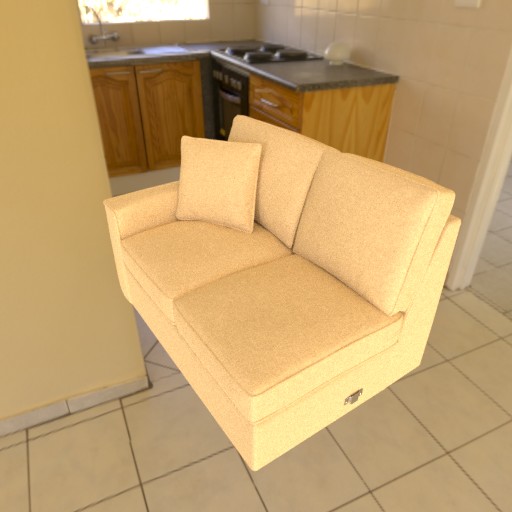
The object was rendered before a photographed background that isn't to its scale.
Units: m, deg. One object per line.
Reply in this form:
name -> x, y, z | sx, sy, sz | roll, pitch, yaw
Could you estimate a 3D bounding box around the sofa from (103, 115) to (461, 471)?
sofa -> 0.000, 0.000, 2.086 | 0.991, 0.989, 1.388 | -20, 38, -29
